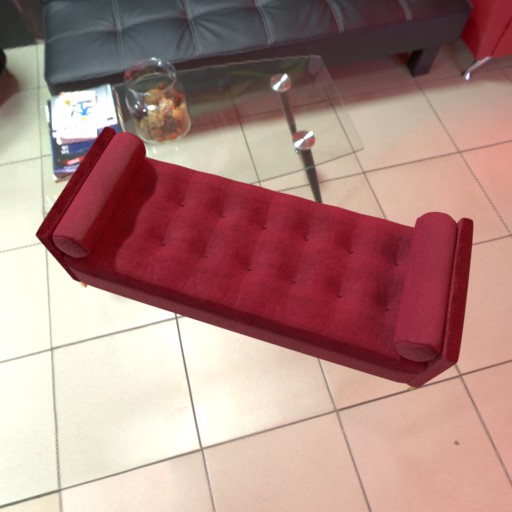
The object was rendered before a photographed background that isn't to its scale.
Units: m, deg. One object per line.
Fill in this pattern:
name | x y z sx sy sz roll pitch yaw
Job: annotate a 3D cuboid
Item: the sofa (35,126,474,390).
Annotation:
sofa | 0.000 0.000 2.479 2.102 0.705 0.796 16 63 8
